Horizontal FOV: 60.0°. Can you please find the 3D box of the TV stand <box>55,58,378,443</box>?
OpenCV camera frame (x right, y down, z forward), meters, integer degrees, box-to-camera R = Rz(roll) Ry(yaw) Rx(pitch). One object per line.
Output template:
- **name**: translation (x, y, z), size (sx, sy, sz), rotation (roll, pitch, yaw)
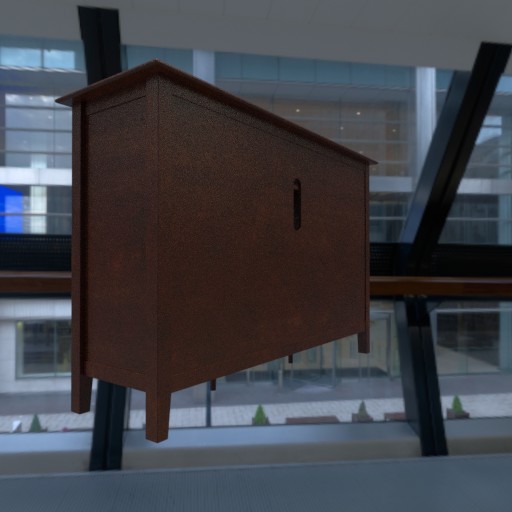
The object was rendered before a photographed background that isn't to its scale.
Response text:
- **TV stand**: translation (0.000, 0.000, 1.707), size (0.445, 0.915, 1.372), rotation (0, -1, 37)
